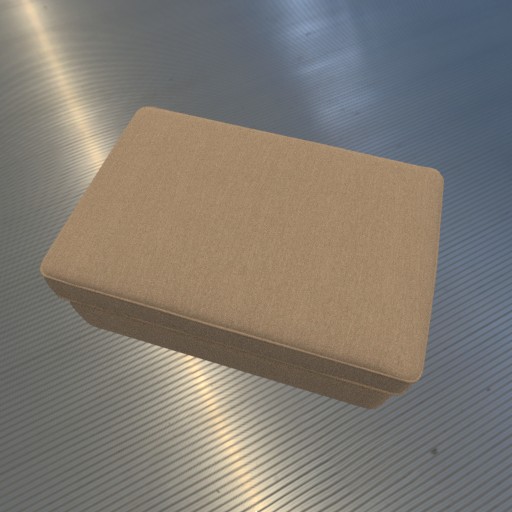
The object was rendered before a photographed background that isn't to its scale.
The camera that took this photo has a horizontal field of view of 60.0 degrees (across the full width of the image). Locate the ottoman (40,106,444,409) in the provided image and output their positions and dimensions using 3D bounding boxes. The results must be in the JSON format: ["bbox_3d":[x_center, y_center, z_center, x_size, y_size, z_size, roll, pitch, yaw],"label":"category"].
[{"bbox_3d":[0.000,0.000,1.316,0.945,0.521,0.636,15,61,8],"label":"ottoman"}]
